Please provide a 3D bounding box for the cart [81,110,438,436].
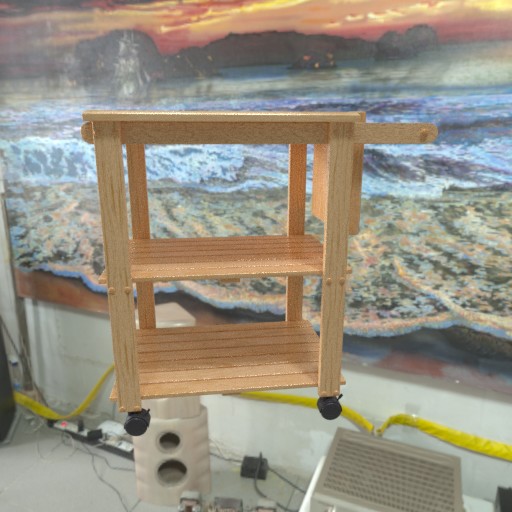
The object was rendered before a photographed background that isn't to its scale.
[{"bbox_3d":[0.000,0.000,1.339,0.843,0.816,0.520,-2,15,-7],"label":"cart"}]
